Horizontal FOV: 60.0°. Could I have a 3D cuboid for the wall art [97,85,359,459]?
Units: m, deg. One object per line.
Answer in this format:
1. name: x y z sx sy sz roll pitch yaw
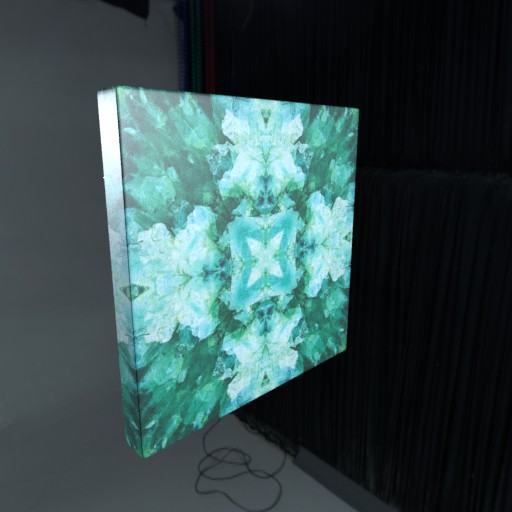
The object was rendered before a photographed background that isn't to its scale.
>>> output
1. wall art: 0.000 0.000 0.472 0.313 0.313 0.033 -13 19 -43
